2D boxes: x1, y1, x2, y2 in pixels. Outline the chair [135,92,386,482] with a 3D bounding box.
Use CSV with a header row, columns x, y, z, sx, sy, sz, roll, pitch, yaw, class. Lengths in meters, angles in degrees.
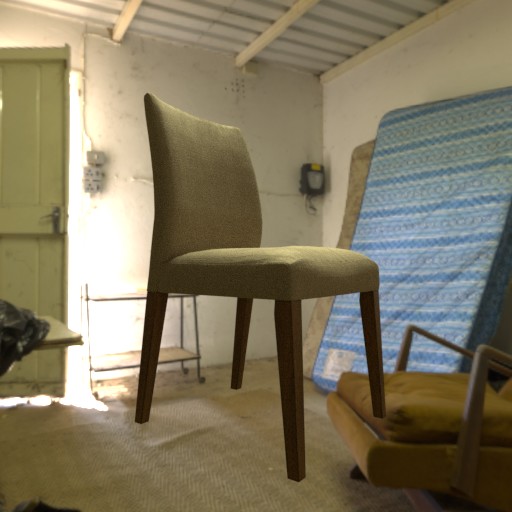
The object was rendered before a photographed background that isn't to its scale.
x,y,z,sx,sy,sz,roll,pitch,yaw,class
0.000,0.000,1.288,0.585,0.940,0.496,-1,-1,37,chair
